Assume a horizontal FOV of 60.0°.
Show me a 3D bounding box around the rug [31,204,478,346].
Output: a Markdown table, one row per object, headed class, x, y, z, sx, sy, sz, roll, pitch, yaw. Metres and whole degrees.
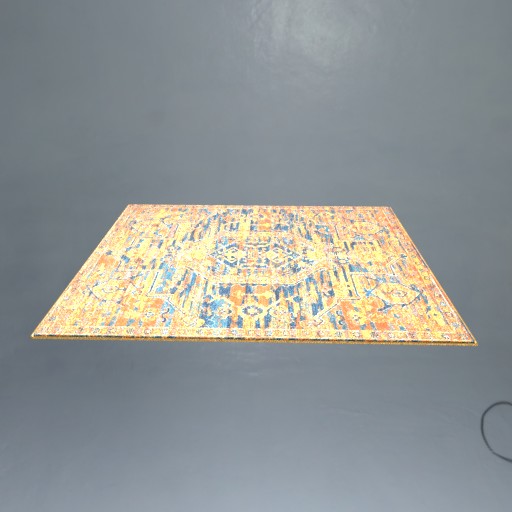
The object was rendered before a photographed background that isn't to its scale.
| class | x | y | z | sx | sy | sz | roll | pitch | yaw |
| --- | --- | --- | --- | --- | --- | --- | --- | --- | --- |
| rug | 0.000 | 0.000 | 4.070 | 3.040 | 0.031 | 2.435 | 1 | 28 | 1 |
